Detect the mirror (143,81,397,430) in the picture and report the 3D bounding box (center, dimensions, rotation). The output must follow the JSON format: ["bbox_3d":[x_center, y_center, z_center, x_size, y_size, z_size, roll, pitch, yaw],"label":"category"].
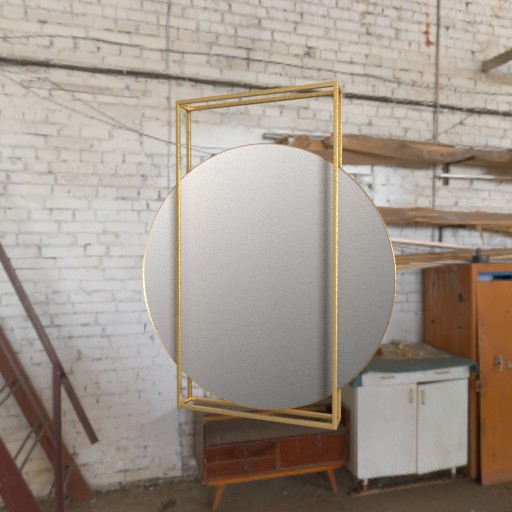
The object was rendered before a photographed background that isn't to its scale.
[{"bbox_3d":[0.000,0.000,0.841,0.508,0.603,0.051,0,1,20],"label":"mirror"}]
